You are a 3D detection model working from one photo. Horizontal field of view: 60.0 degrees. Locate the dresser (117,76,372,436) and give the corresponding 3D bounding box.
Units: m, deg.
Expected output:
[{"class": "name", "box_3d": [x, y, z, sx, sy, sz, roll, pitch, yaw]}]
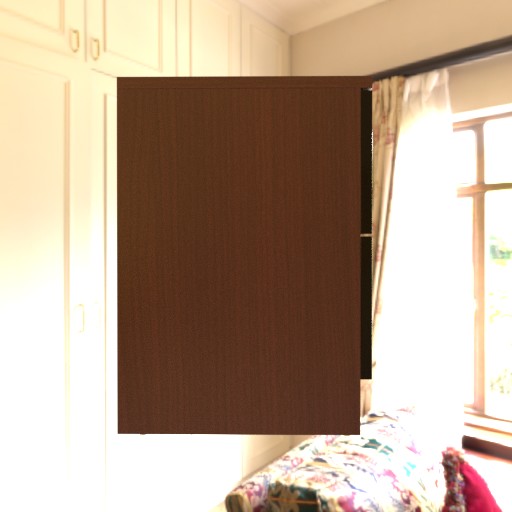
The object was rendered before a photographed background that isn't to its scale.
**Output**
[{"class": "dresser", "box_3d": [0.000, 0.000, 0.778, 0.360, 0.470, 0.400, 0, 0, 1]}]
